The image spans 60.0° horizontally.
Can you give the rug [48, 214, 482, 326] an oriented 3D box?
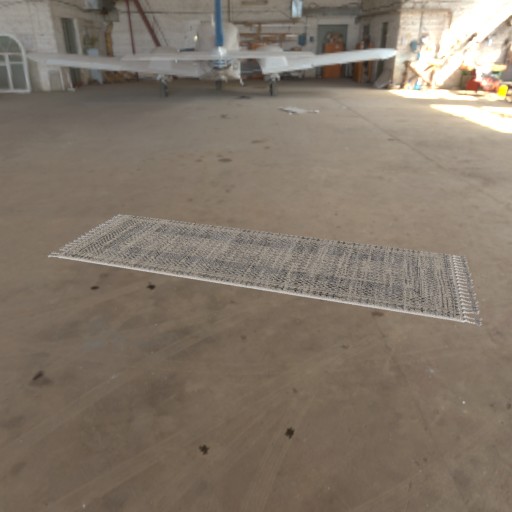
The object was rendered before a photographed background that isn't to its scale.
[{"bbox_3d":[0.000,0.000,2.731,2.480,0.013,0.786,8,27,16],"label":"rug"}]
